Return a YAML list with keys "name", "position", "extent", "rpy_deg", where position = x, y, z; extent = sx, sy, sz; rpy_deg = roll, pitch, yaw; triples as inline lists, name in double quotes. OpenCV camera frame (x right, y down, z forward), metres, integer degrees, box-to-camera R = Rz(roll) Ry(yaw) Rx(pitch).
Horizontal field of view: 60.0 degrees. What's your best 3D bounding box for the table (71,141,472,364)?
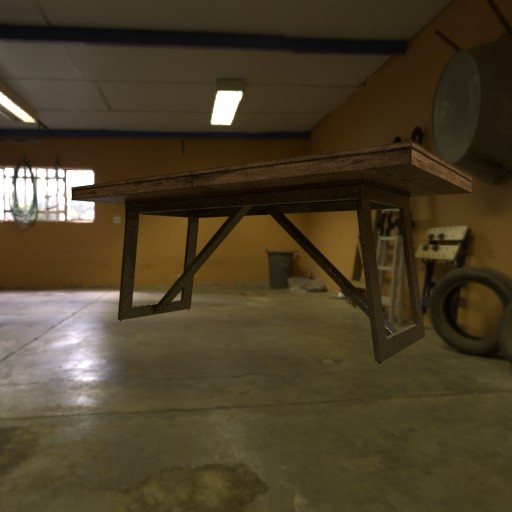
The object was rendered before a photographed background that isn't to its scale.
- name: "table"
  position: [0.000, 0.000, 2.297]
  extent: [1.867, 0.757, 0.931]
  rpy_deg: [1, 2, 36]
